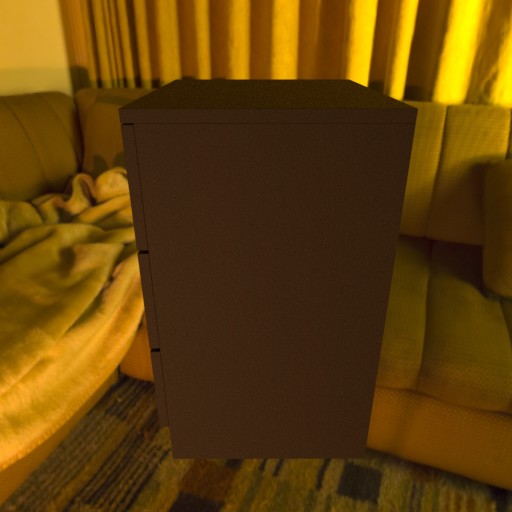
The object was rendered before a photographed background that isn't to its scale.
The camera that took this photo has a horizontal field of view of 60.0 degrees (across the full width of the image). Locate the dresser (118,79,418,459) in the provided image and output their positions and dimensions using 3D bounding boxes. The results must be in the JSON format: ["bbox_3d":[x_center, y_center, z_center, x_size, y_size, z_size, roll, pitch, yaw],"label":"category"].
[{"bbox_3d":[0.000,0.000,0.795,0.360,0.560,0.400,0,26,0],"label":"dresser"}]
